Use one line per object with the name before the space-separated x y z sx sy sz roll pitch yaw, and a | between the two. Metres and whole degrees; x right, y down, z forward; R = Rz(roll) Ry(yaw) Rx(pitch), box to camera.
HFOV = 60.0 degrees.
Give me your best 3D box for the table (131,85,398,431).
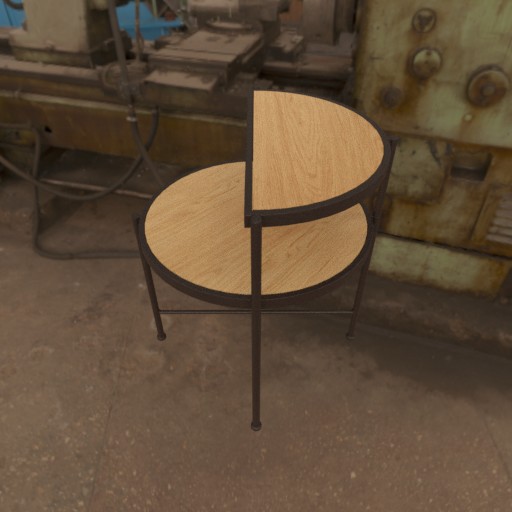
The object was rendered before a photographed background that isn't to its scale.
table | 0.000 0.000 1.187 0.628 0.684 0.629 0 41 0
